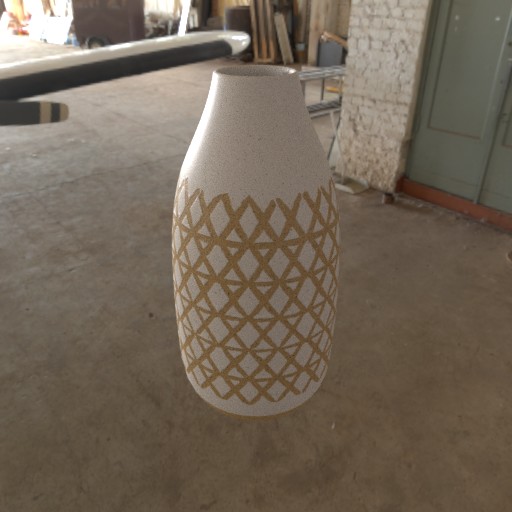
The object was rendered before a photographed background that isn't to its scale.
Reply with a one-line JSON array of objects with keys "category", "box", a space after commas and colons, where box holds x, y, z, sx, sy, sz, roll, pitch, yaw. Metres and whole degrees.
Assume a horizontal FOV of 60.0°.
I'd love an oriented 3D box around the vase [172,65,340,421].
[{"category": "vase", "box": [0.000, 0.000, 0.488, 0.186, 0.380, 0.186, 0, 30, 0]}]
